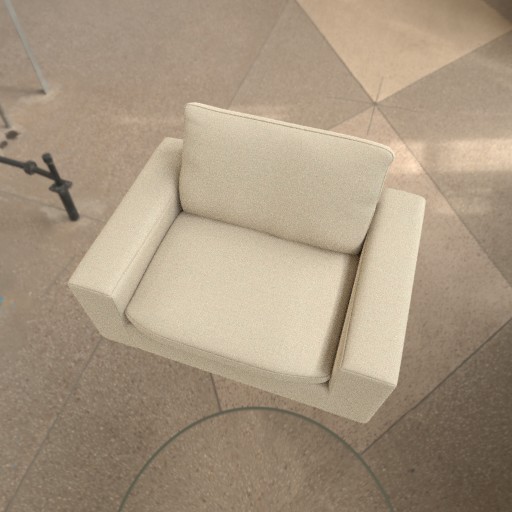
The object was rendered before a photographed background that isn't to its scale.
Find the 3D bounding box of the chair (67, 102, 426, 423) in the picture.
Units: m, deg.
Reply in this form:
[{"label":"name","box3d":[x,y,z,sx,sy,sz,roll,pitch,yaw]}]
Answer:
[{"label":"chair","box3d":[0.000,0.000,2.072,1.398,0.915,1.039,15,57,10]}]
